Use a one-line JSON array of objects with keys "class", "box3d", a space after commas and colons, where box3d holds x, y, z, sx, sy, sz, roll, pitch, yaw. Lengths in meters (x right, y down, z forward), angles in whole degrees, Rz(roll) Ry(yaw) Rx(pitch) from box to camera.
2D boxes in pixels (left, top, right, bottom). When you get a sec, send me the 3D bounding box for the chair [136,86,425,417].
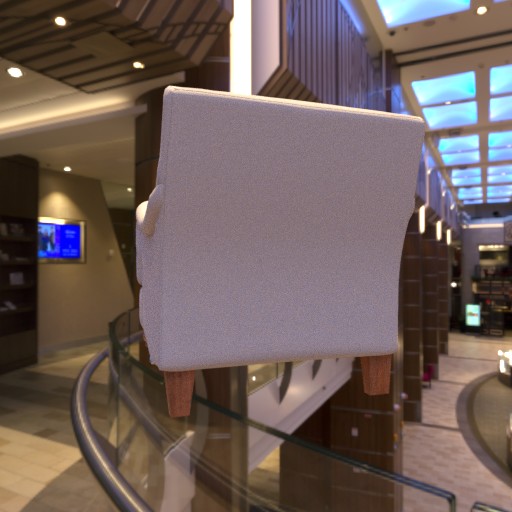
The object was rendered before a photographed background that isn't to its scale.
[{"class": "chair", "box3d": [0.000, 0.000, 1.855, 0.955, 1.038, 1.070, 0, -1, -19]}]
